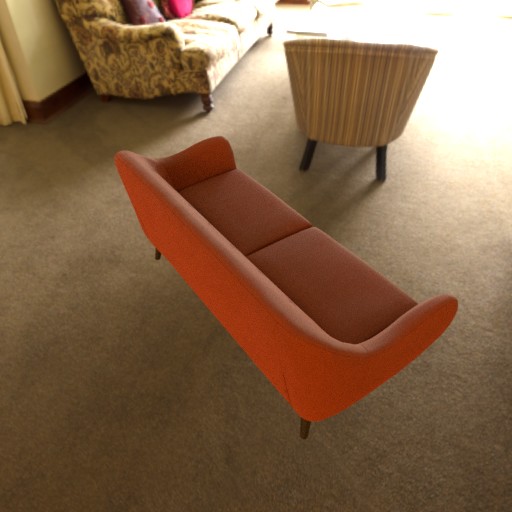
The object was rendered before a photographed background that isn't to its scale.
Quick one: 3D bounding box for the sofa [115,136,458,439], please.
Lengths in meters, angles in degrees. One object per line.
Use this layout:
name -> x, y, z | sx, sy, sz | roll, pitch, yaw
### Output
sofa -> 0.000, 0.000, 2.324 | 0.820, 0.836, 1.840 | -25, 47, -26
